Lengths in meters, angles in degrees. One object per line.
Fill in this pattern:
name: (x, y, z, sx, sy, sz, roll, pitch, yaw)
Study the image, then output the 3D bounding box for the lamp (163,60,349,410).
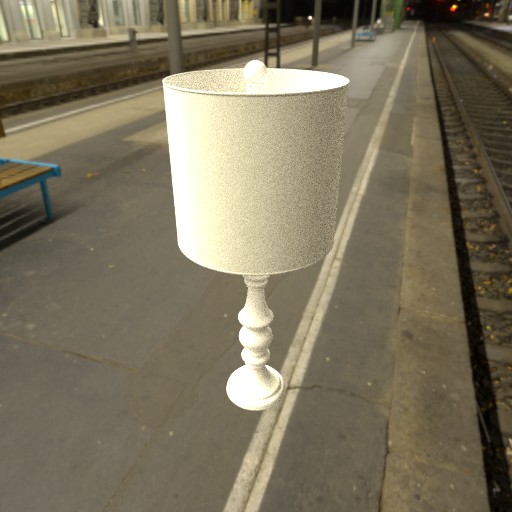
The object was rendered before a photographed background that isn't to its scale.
lamp: (0.000, 0.000, 0.737, 0.250, 0.597, 0.250, -1, 29, -3)
